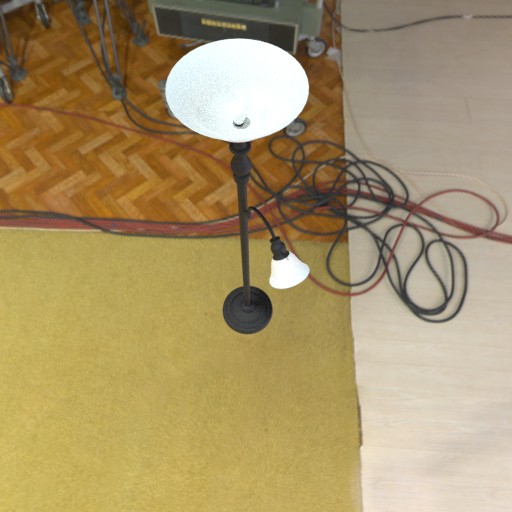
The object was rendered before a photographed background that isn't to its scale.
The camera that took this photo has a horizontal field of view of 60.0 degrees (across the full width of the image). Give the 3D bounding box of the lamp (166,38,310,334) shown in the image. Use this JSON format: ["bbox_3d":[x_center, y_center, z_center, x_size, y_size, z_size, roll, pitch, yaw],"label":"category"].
[{"bbox_3d":[0.000,0.000,2.014,0.405,1.793,0.588,-32,67,-16],"label":"lamp"}]
